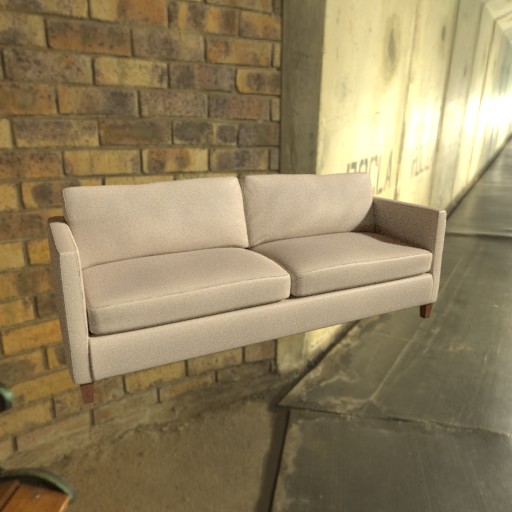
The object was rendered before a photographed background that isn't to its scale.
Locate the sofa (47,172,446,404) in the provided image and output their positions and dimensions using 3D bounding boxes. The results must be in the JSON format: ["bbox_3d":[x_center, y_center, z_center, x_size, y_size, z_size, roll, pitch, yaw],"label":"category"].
[{"bbox_3d":[0.000,0.000,2.832,2.361,0.968,0.951,-8,18,-25],"label":"sofa"}]
